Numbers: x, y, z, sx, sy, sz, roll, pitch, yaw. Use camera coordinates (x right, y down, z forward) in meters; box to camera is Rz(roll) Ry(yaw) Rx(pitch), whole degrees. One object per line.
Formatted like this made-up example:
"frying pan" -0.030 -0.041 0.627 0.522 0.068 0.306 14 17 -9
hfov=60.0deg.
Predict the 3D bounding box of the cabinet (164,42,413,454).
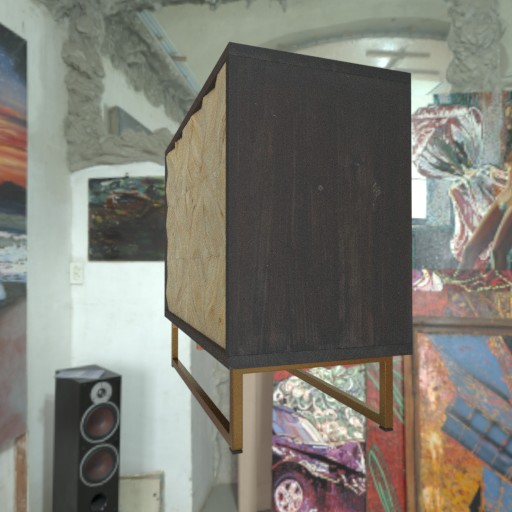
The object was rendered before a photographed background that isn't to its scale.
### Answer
"cabinet" 0.000 0.000 1.421 0.451 0.860 0.950 0 -1 -19
